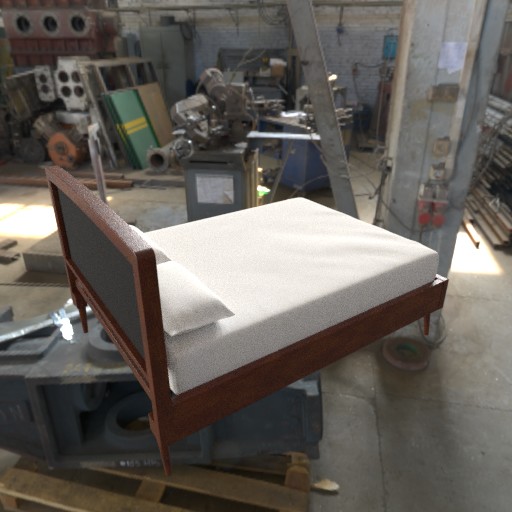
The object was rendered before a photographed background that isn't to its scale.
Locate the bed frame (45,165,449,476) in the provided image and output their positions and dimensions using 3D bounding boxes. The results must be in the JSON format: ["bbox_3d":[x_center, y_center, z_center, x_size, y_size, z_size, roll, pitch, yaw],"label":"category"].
[{"bbox_3d":[0.000,0.000,3.048,2.171,1.279,1.587,-17,30,-31],"label":"bed frame"}]
